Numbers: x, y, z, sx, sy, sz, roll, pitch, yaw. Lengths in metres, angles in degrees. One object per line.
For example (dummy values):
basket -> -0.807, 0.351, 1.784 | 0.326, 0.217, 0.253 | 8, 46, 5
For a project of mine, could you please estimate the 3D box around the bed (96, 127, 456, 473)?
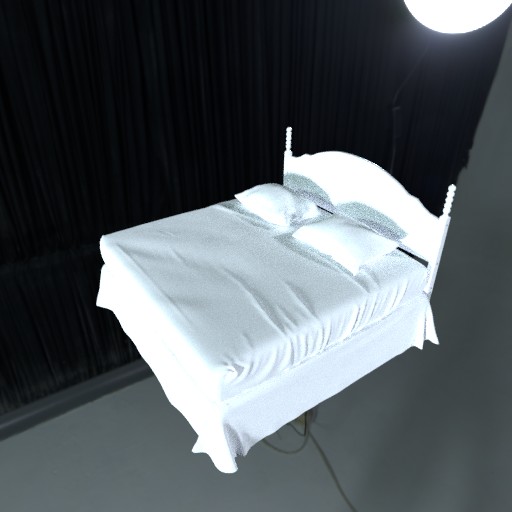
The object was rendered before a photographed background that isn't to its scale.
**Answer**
bed -> 0.000, 0.000, 3.637 | 2.219, 1.355, 2.322 | -20, 37, -30
